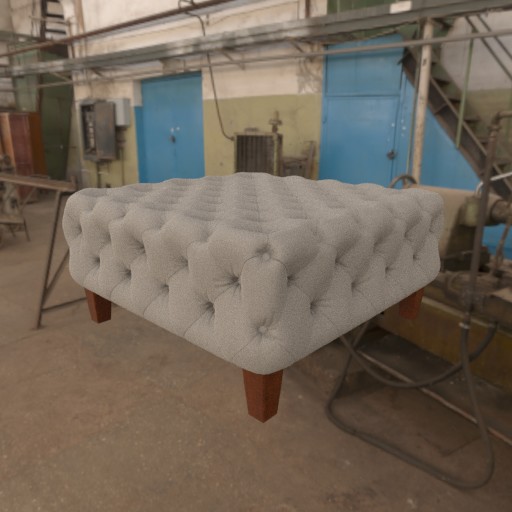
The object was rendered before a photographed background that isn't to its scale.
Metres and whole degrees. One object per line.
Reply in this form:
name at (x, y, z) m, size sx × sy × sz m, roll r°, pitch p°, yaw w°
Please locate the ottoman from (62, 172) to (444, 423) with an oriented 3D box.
ottoman at (0.000, 0.000, 1.450) m, size 0.917 × 0.439 × 0.911 m, roll 15°, pitch 22°, yaw 41°
